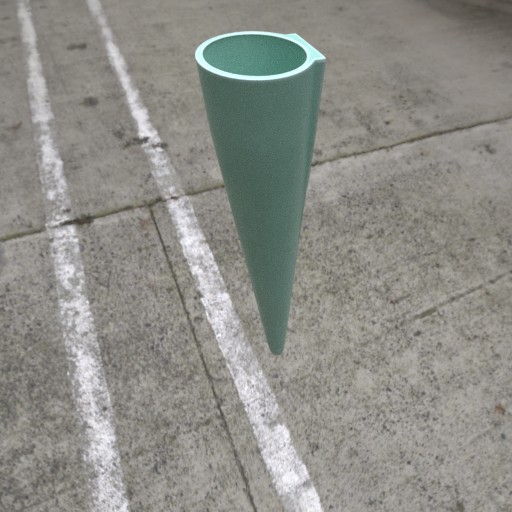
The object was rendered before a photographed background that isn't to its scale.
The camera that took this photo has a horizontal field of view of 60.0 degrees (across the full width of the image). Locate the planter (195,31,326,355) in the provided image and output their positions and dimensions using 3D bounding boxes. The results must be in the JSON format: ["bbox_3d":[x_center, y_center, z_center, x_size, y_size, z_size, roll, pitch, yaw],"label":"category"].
[{"bbox_3d":[0.000,0.000,0.297,0.055,0.268,0.054,-17,49,-15],"label":"planter"}]
